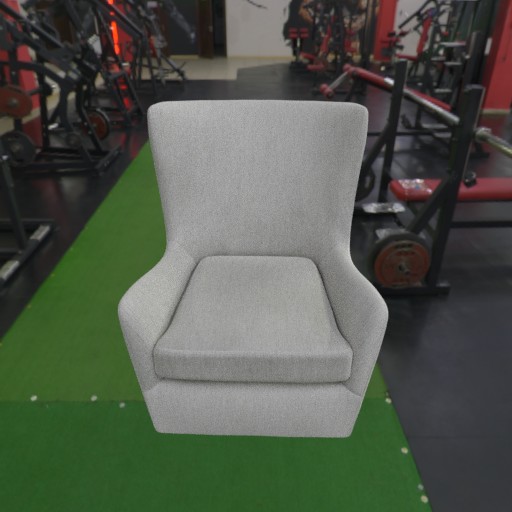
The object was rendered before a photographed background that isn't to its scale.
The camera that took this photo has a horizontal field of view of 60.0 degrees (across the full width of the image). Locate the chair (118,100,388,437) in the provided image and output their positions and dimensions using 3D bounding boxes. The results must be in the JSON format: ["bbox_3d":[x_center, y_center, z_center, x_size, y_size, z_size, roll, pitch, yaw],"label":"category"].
[{"bbox_3d":[0.000,0.000,1.641,0.779,1.000,0.904,1,30,1],"label":"chair"}]
